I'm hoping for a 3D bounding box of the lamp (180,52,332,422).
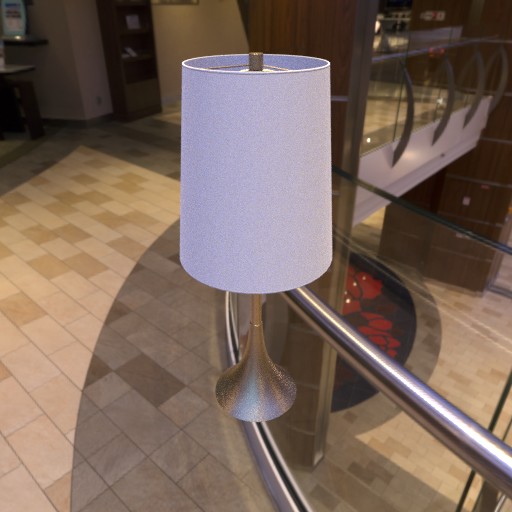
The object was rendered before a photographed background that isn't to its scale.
[{"bbox_3d":[0.000,0.000,0.682,0.231,0.569,0.231,0,30,0],"label":"lamp"}]
